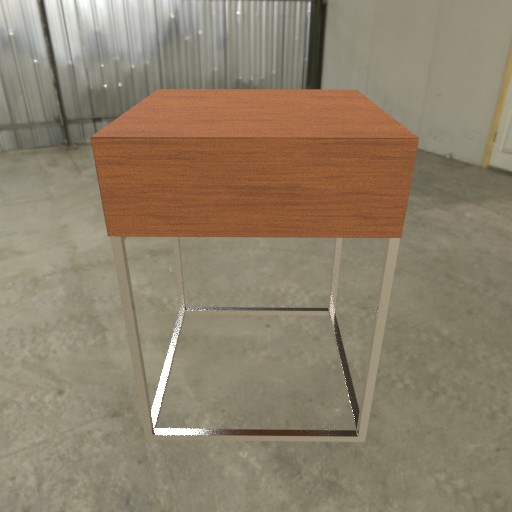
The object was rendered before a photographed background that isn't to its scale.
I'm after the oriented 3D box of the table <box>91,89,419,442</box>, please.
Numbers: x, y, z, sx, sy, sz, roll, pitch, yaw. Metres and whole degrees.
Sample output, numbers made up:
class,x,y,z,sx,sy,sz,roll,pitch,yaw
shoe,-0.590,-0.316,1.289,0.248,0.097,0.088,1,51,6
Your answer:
class,x,y,z,sx,sy,sz,roll,pitch,yaw
table,0.000,0.000,0.838,0.397,0.540,0.398,0,28,1
